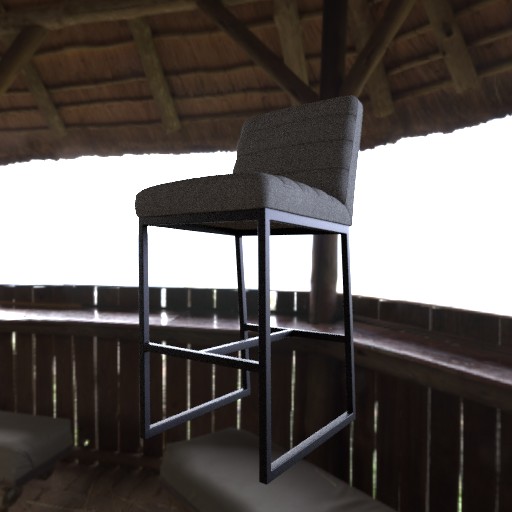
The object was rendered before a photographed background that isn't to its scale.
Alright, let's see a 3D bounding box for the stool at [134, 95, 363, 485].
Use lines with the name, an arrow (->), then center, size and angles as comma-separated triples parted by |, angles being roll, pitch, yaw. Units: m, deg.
stool -> 0.000, 0.000, 1.338 | 0.459, 1.034, 0.571 | 0, 0, 36
